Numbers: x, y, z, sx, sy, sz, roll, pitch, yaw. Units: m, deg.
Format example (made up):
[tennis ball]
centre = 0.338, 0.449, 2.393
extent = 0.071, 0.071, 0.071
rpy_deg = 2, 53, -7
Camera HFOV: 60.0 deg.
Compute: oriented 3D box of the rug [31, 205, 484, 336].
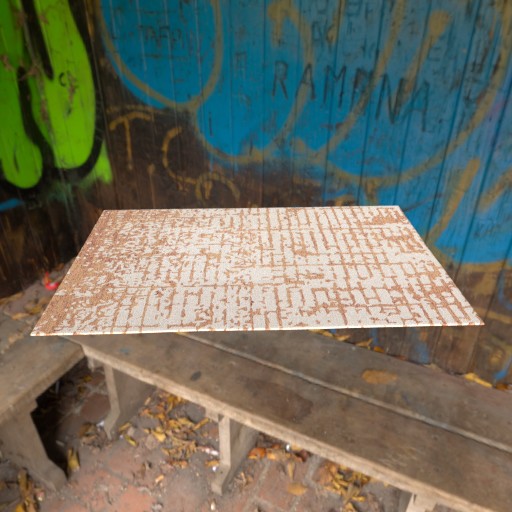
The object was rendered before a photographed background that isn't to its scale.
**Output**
[rug]
centre = 0.000, 0.000, 3.018
extent = 2.435, 0.011, 1.517
rpy_deg = -1, 31, -2
